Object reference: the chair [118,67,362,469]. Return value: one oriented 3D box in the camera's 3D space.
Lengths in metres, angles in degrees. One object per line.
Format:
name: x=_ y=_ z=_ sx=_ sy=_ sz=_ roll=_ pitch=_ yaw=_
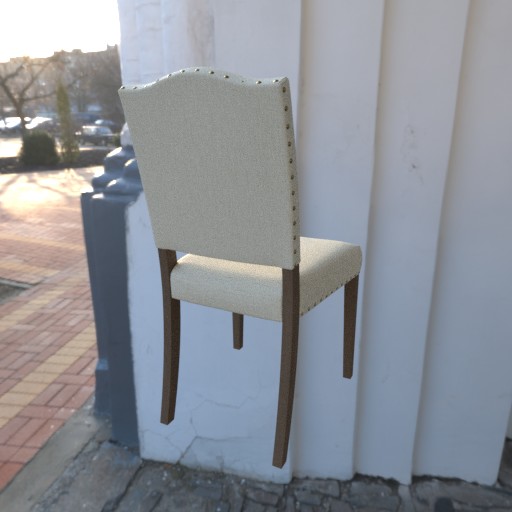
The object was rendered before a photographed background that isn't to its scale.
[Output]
chair: x=0.000 y=0.000 z=1.353 sx=0.508 sy=1.015 sz=0.619 roll=9 pitch=19 yaw=27
